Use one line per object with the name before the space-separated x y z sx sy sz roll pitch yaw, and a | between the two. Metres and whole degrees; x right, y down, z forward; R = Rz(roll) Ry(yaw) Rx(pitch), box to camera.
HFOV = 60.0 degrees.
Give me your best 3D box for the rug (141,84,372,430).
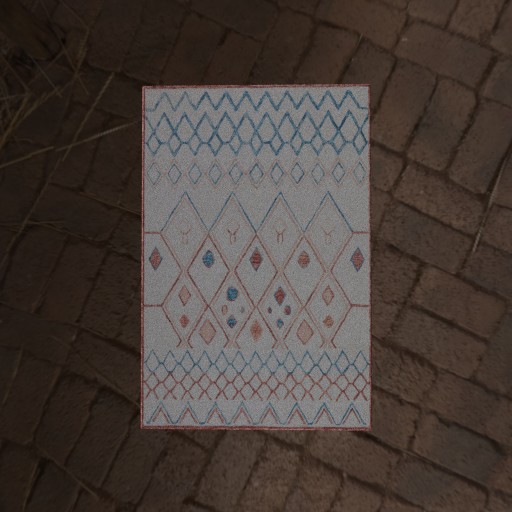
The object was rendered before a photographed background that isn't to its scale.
rug | 0.000 0.000 2.356 1.219 0.016 1.829 0 89 1
